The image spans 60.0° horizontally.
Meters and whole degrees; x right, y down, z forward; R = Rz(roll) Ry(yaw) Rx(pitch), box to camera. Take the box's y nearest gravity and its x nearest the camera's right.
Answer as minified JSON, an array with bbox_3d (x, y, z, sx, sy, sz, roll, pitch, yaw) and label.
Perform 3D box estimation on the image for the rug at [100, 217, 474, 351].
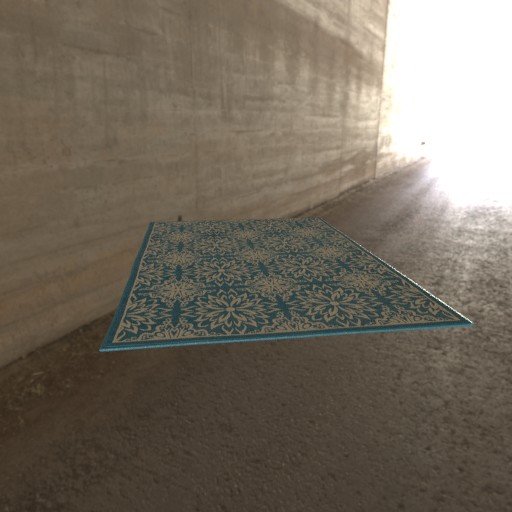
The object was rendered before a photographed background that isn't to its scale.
[{"bbox_3d":[0.000,0.000,2.268,1.211,0.012,1.833,-2,16,-8],"label":"rug"}]
